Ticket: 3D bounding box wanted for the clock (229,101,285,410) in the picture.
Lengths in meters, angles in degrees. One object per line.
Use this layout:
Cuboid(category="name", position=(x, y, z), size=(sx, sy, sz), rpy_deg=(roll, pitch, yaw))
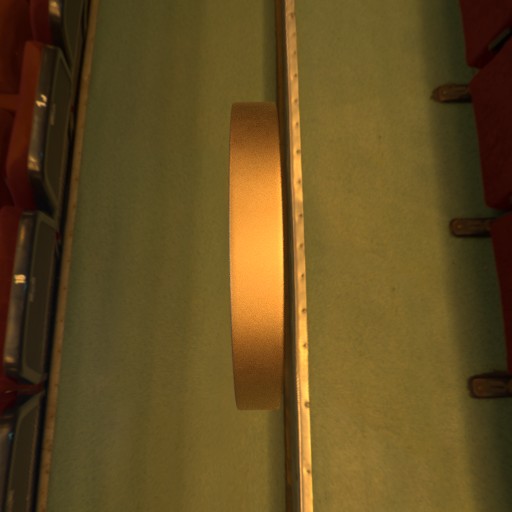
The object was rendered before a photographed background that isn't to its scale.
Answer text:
Cuboid(category="clock", position=(0.000, 0.000, 0.477), size=(0.040, 0.314, 0.314), rpy_deg=(-1, 76, 0))
